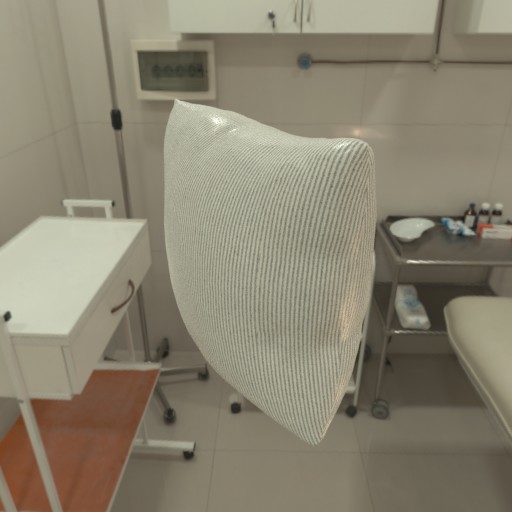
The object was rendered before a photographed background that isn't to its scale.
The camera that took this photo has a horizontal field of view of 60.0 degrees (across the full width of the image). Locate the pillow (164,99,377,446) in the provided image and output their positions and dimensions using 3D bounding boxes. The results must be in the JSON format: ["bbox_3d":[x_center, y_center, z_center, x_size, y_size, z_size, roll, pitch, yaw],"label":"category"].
[{"bbox_3d":[0.000,0.000,0.693,0.310,0.432,0.387,0,26,1],"label":"pillow"}]
